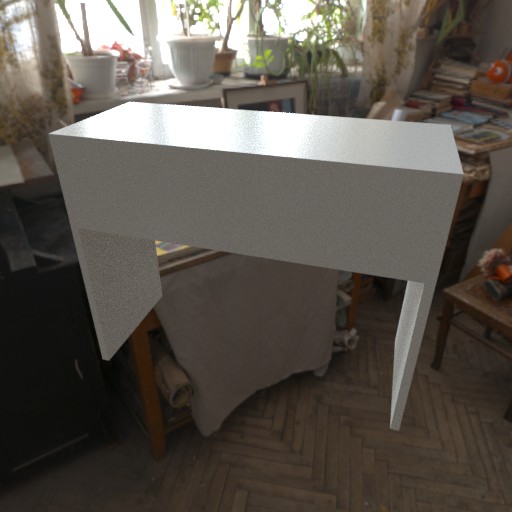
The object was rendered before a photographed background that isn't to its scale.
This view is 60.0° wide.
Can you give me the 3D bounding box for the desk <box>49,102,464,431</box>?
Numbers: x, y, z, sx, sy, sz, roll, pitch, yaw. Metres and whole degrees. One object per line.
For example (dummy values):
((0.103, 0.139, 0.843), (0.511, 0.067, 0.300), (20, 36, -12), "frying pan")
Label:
((0.000, 0.000, 1.387), (1.000, 0.790, 0.400), (9, 32, 15), "desk")
